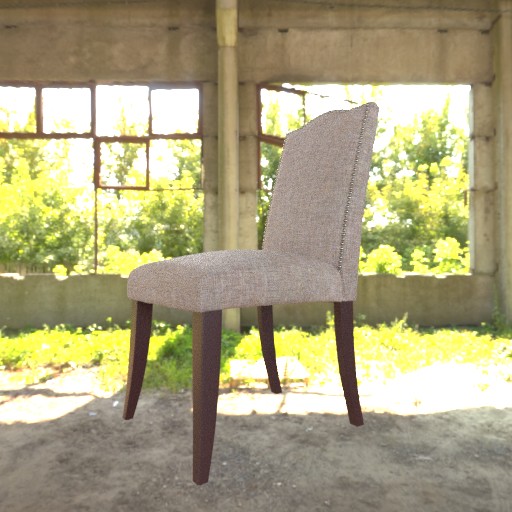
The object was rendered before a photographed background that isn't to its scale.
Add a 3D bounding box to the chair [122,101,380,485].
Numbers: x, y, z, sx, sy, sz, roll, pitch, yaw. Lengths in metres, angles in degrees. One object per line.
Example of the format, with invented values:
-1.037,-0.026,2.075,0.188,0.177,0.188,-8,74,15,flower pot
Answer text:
0.000,0.000,1.368,0.660,1.016,0.513,1,-1,-35,chair
